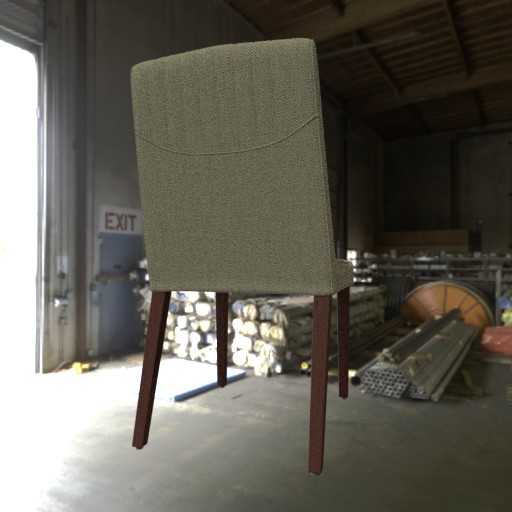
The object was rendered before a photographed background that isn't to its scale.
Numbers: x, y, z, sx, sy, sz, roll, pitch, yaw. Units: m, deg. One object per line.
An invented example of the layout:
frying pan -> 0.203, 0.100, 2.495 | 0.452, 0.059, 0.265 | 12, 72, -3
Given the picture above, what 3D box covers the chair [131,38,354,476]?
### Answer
chair -> 0.000, 0.000, 1.215 | 0.480, 0.900, 0.594 | 0, 0, 17
